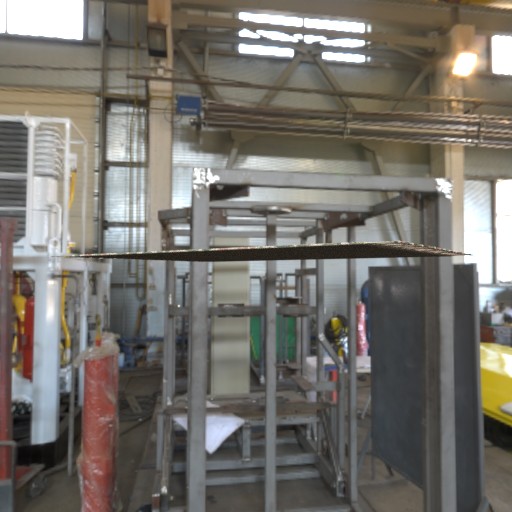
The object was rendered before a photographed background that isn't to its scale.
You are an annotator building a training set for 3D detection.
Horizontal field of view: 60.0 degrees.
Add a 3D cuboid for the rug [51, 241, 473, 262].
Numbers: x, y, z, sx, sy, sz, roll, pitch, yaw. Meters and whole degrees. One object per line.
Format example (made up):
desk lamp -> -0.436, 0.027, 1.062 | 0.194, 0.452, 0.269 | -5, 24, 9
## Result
rug -> 0.000, 0.000, 2.976 | 2.438, 0.011, 1.524 | -2, -3, 36
